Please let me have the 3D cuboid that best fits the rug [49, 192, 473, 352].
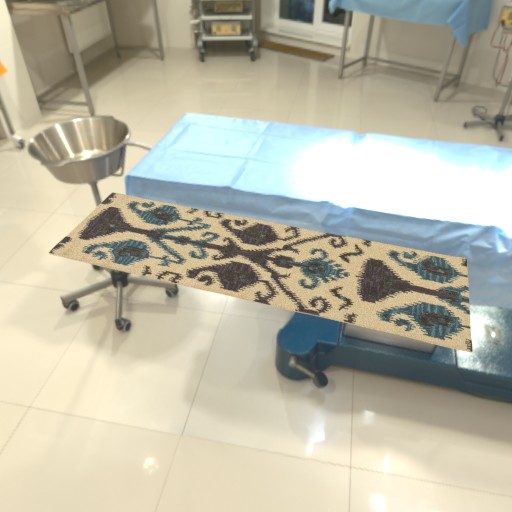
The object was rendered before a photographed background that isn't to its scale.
[{"bbox_3d":[0.000,0.000,2.538,2.301,0.017,0.692,12,42,13],"label":"rug"}]
